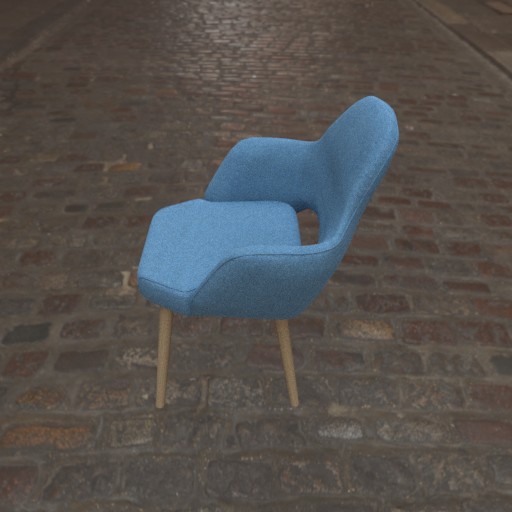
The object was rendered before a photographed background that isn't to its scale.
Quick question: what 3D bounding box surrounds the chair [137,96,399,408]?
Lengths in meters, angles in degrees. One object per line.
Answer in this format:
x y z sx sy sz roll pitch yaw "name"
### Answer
0.000 0.000 1.343 0.666 0.920 0.589 0 41 -1 "chair"
